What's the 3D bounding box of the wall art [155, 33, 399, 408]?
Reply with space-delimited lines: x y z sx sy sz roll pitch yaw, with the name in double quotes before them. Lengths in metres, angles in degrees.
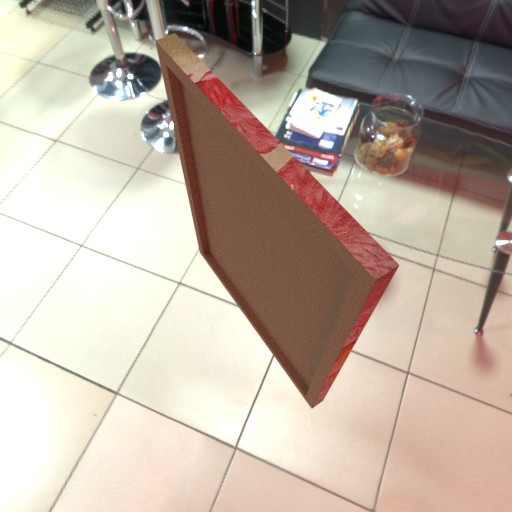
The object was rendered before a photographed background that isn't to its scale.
"wall art" 0.000 0.000 0.686 0.028 0.508 0.406 -30 64 -17
